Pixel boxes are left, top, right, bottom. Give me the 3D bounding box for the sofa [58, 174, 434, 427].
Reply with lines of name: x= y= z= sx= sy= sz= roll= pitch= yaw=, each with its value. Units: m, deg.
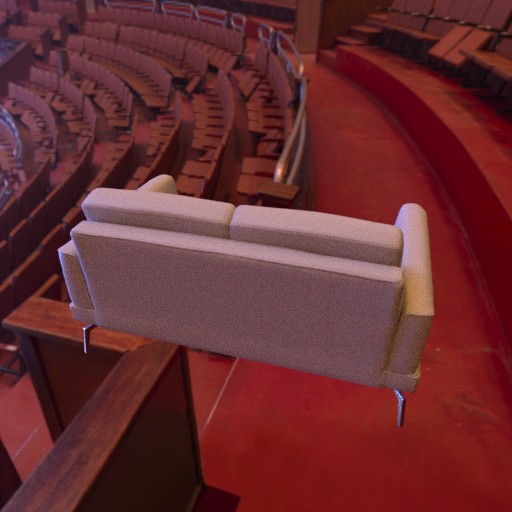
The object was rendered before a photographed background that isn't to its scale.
sofa: x=0.000 y=0.000 z=2.478 sx=1.819 sy=0.930 sz=1.121 roll=9 pitch=33 yaw=14
